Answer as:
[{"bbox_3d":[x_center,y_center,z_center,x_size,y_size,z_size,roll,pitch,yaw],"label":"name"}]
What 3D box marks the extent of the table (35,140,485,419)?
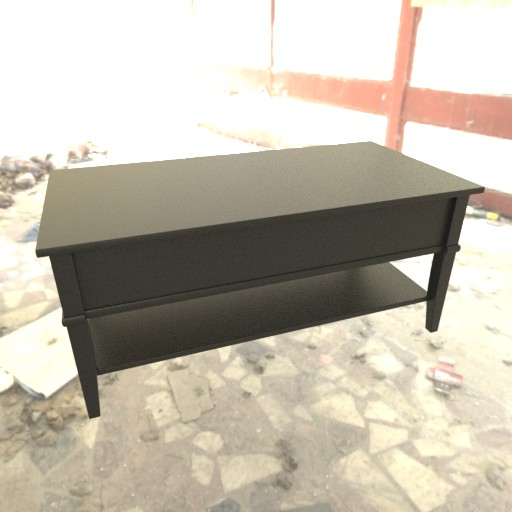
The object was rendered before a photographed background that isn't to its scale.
[{"bbox_3d":[0.000,0.000,1.292,1.044,0.470,0.523,-9,29,-17],"label":"table"}]
